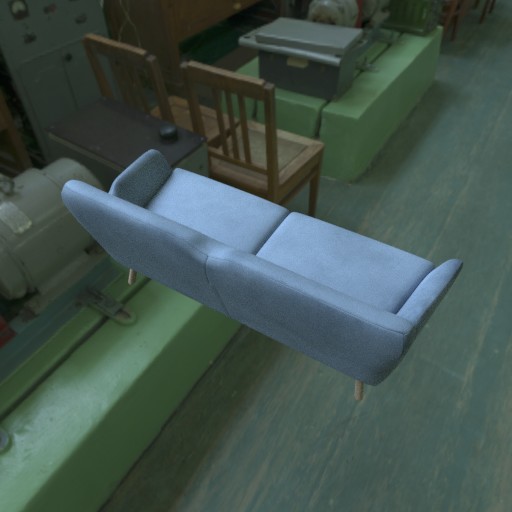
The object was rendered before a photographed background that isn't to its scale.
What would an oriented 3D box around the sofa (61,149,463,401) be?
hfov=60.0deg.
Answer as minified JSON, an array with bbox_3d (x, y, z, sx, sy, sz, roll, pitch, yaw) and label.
[{"bbox_3d":[0.000,0.000,2.311,1.870,0.810,0.850,23,51,20],"label":"sofa"}]
